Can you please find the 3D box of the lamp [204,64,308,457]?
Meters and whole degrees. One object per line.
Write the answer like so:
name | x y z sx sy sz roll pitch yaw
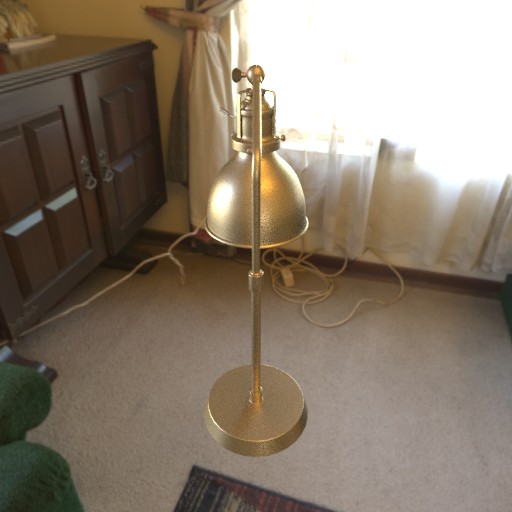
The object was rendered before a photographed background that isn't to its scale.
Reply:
lamp | 0.000 0.000 0.594 0.153 0.456 0.286 0 32 0
